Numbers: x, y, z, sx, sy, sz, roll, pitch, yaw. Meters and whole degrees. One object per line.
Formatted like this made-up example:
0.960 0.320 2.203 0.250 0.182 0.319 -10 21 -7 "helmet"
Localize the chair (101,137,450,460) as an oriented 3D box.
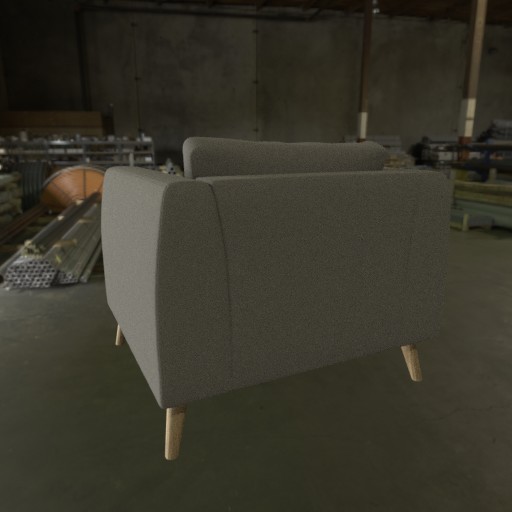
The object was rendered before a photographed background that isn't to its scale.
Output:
0.000 0.000 1.673 1.000 0.860 0.930 -7 16 -26 "chair"
